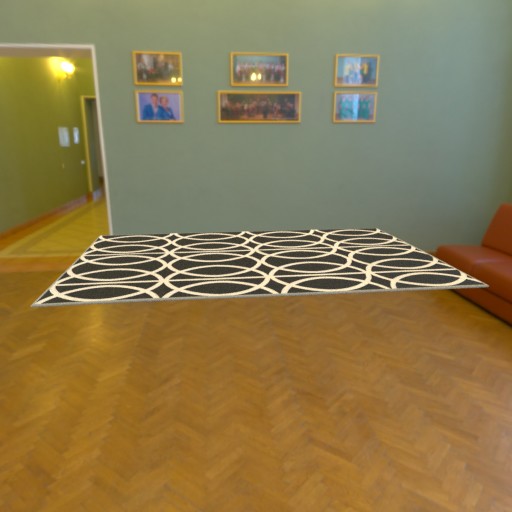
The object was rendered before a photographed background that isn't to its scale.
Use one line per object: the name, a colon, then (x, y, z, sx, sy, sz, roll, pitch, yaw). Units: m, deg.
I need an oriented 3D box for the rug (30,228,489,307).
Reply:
rug: (0.000, 0.000, 2.909, 2.294, 0.014, 1.528, -2, 15, -7)
